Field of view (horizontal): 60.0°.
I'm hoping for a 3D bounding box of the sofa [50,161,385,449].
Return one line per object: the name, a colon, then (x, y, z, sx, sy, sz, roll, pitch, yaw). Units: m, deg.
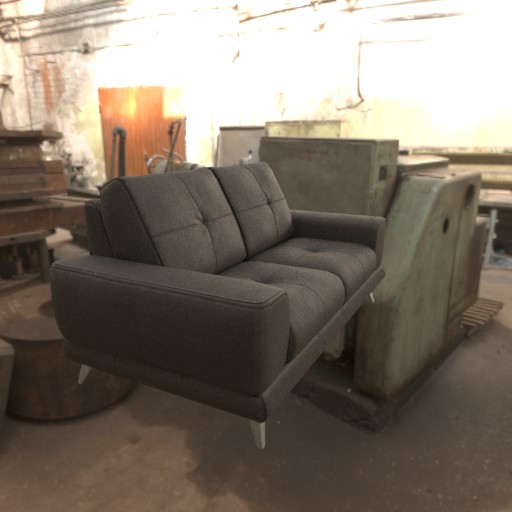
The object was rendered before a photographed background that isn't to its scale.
sofa: (0.000, 0.000, 2.346, 1.018, 0.907, 1.806, 8, 17, 27)
